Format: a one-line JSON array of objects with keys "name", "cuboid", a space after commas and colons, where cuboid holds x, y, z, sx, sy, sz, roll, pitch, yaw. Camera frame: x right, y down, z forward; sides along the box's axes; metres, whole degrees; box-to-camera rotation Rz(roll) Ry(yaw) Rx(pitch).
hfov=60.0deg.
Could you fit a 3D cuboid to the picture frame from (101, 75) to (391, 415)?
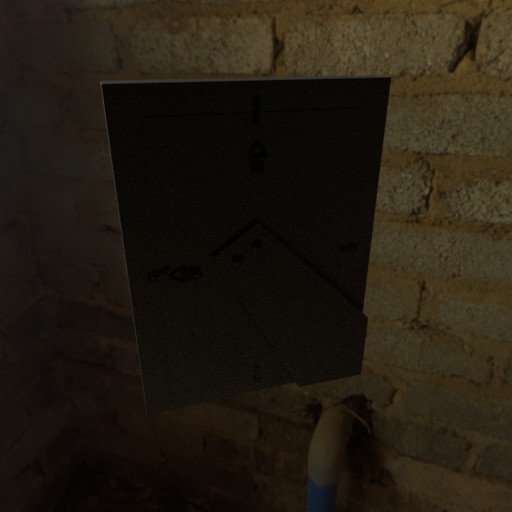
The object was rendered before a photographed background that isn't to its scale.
[{"name": "picture frame", "cuboid": [0.000, 0.000, 0.280, 0.157, 0.208, 0.028, -8, 26, -16]}]
